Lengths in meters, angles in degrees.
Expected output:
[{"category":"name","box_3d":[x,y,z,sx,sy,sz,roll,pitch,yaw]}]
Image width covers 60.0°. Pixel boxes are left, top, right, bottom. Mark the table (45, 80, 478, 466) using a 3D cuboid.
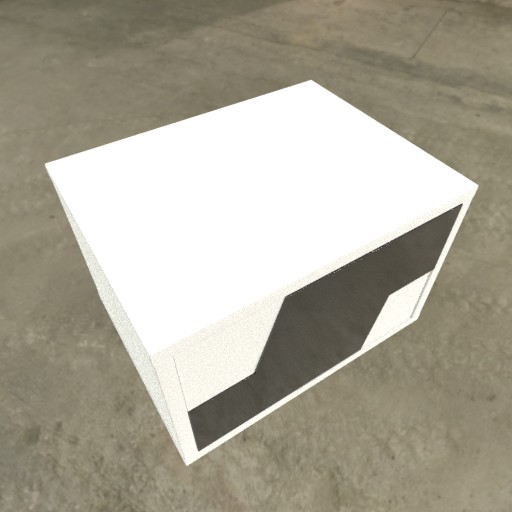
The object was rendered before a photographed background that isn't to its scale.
[{"category":"table","box_3d":[0.000,0.000,0.793,0.517,0.357,0.399,-25,52,-22]}]
